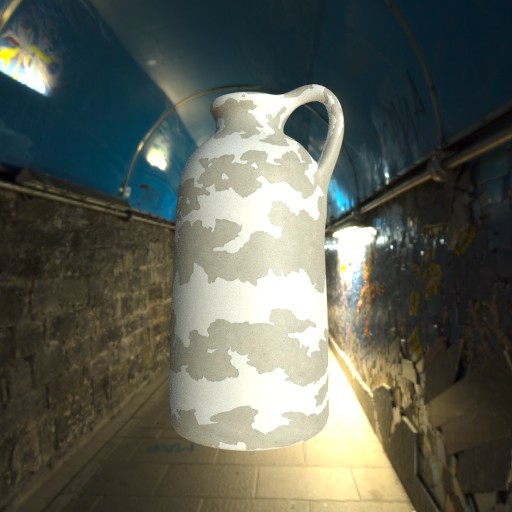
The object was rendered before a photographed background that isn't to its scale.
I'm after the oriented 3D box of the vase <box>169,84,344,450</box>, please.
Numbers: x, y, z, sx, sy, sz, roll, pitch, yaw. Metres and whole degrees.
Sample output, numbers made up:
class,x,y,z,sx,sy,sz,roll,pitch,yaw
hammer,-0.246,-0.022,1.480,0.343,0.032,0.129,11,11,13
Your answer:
class,x,y,z,sx,sy,sz,roll,pitch,yaw
vase,0.000,0.000,0.517,0.203,0.382,0.186,0,1,19
